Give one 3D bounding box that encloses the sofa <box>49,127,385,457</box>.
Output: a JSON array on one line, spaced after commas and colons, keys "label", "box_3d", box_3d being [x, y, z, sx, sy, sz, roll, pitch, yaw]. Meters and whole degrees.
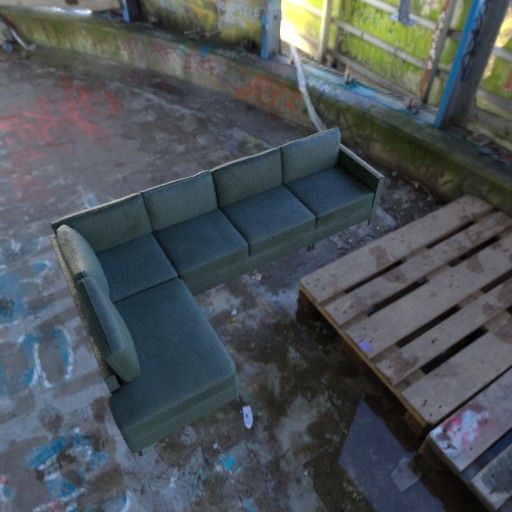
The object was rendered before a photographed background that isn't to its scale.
[{"label": "sofa", "box_3d": [0.000, 0.000, 4.279, 3.384, 0.996, 2.048, -23, 50, -21]}]
